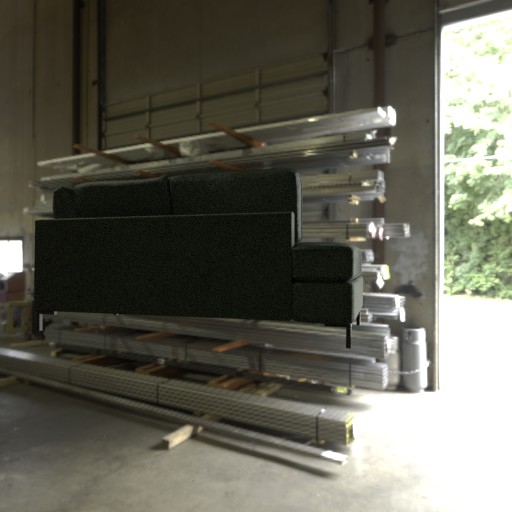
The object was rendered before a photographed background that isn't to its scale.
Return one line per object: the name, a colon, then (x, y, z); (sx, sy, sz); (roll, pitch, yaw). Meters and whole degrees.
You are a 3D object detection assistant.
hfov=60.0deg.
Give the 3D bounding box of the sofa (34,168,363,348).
sofa: (0.000, 0.000, 4.183); (2.048, 0.996, 3.384); (0, 0, 16)
